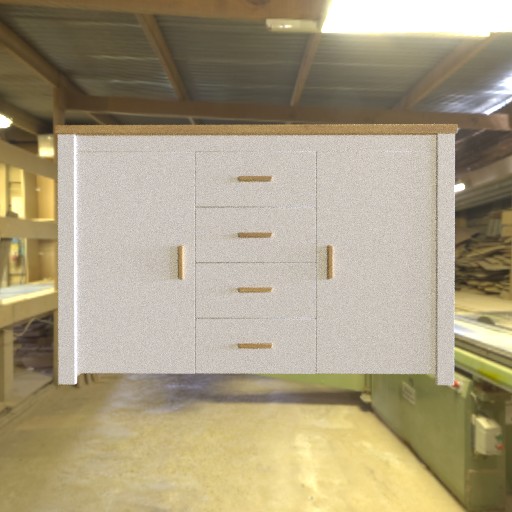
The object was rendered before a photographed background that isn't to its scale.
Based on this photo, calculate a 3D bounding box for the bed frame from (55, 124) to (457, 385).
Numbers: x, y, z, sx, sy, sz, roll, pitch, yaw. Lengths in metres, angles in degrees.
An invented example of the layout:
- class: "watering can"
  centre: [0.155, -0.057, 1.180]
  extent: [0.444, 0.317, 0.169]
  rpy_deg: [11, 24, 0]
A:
- class: "bed frame"
  centre: [0.000, 0.000, 1.647]
  extent: [1.300, 0.850, 0.430]
  rpy_deg: [0, 0, 0]
